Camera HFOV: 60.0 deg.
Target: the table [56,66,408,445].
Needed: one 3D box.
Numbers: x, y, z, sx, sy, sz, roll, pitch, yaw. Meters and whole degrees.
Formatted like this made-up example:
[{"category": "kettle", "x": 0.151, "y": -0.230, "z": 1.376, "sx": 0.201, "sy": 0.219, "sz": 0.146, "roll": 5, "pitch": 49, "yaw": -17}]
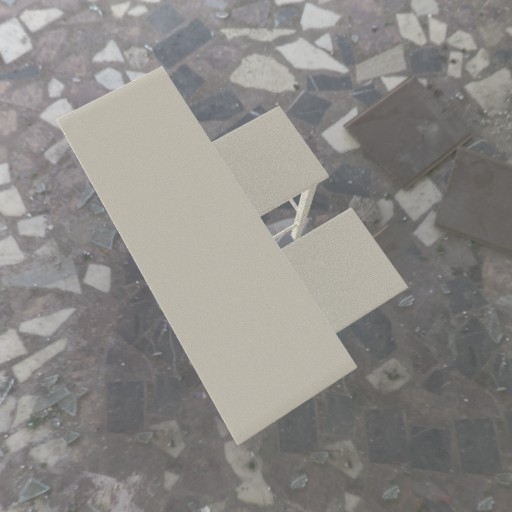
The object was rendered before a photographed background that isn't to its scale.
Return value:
[{"category": "table", "x": 0.000, "y": 0.000, "z": 1.599, "sx": 0.650, "sy": 1.065, "sz": 0.915, "roll": -31, "pitch": 77, "yaw": -8}]
